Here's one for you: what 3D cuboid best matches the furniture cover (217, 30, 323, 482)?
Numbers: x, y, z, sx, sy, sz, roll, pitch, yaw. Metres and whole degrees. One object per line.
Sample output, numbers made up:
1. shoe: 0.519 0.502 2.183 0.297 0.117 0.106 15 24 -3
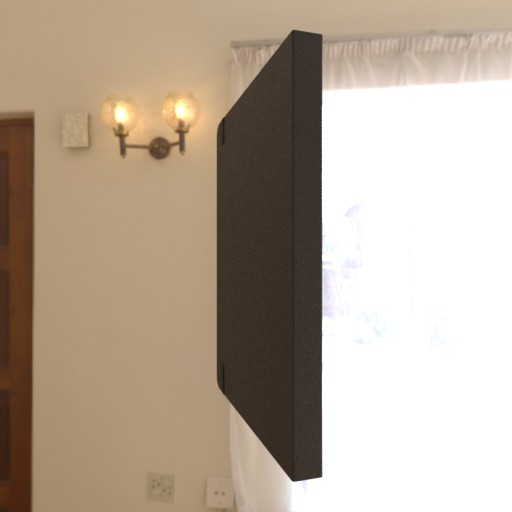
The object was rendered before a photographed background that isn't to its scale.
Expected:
1. furniture cover: 0.000 0.000 0.380 0.023 0.281 0.216 0 0 -18
